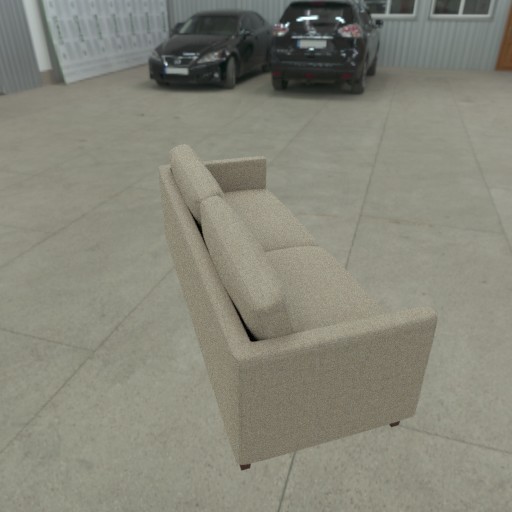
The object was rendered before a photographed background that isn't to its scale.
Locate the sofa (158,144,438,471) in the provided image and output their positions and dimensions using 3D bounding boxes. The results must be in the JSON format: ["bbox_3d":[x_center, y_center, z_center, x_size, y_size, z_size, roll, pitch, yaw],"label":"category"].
[{"bbox_3d":[0.000,0.000,2.906,0.951,0.965,2.434,-9,31,-15],"label":"sofa"}]
